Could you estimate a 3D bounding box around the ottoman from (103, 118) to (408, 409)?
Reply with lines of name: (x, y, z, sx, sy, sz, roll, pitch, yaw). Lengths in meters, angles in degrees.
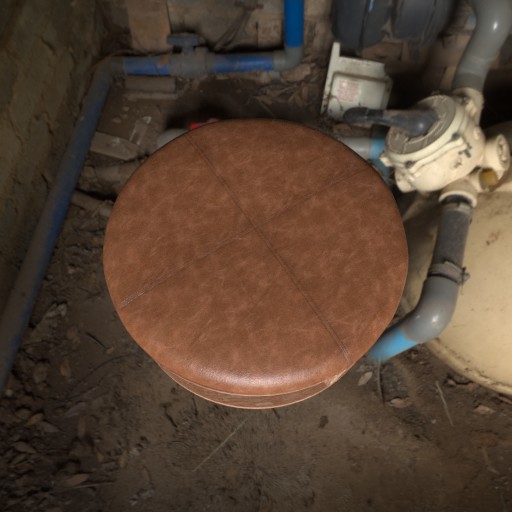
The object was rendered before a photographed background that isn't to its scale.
ottoman: (0.000, 0.000, 1.597, 1.006, 0.445, 1.006, 0, 64, 0)
